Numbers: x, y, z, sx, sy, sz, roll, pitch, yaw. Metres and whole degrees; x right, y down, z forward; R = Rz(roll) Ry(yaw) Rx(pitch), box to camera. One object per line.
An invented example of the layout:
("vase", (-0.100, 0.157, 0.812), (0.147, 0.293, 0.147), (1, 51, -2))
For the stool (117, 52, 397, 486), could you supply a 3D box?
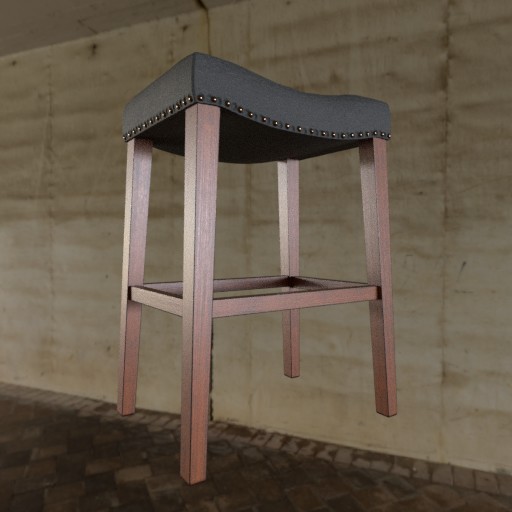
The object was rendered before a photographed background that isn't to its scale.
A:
("stool", (0.000, 0.000, 0.847), (0.439, 0.612, 0.320), (-1, 2, -35))
